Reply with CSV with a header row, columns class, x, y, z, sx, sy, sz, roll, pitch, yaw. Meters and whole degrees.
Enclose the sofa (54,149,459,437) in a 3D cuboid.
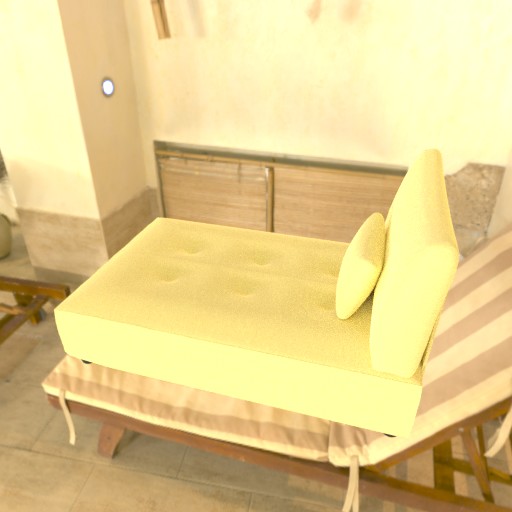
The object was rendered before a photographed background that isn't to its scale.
class,x,y,z,sx,sy,sz,roll,pitch,yaw
sofa,0.000,0.000,1.944,1.450,0.820,0.930,9,32,14
